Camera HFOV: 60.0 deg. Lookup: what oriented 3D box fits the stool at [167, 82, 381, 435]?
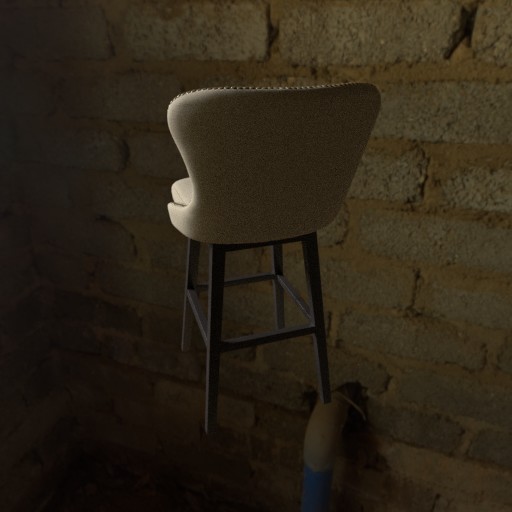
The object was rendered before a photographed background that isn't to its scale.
[{"bbox_3d":[0.000,0.000,1.403,0.528,1.066,0.605,-9,28,-17],"label":"stool"}]
